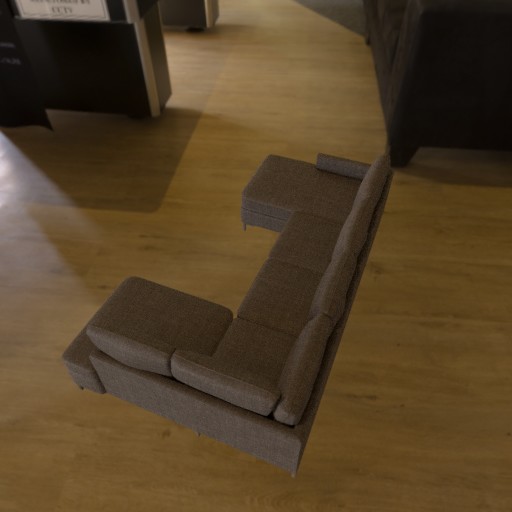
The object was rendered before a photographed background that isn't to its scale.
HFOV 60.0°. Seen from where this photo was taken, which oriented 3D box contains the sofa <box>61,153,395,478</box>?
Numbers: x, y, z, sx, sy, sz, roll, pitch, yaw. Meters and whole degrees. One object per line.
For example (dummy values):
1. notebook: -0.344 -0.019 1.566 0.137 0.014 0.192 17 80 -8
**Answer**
1. sofa: 0.000 0.000 4.424 2.048 0.999 3.423 17 48 15
